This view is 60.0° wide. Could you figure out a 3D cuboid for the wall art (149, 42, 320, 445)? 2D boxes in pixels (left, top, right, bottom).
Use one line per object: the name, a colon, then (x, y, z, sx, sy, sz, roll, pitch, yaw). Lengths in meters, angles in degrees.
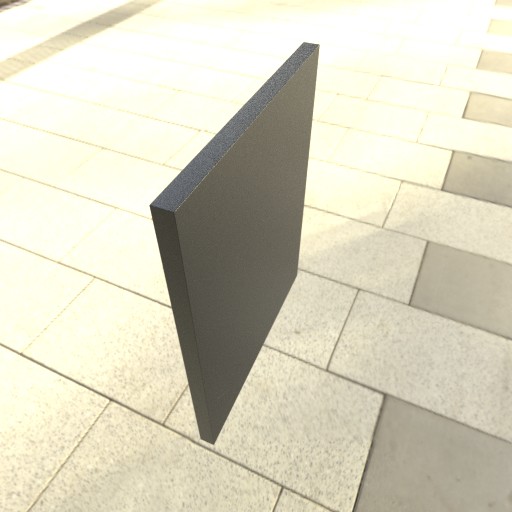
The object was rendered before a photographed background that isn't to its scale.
wall art: (0.000, 0.000, 0.769, 0.028, 0.557, 0.457, 17, 48, 16)
